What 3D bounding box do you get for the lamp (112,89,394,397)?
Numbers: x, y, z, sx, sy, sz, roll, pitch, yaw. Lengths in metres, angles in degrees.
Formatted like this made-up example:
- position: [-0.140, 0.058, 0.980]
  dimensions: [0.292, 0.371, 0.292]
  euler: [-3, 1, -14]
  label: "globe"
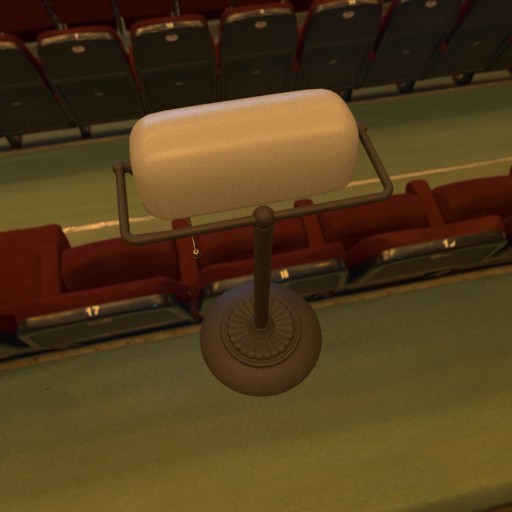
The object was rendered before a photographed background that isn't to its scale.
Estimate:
- position: [0.000, 0.000, 0.524]
  dimensions: [0.264, 0.339, 0.243]
  euler: [-11, 59, -7]
  label: "lamp"
